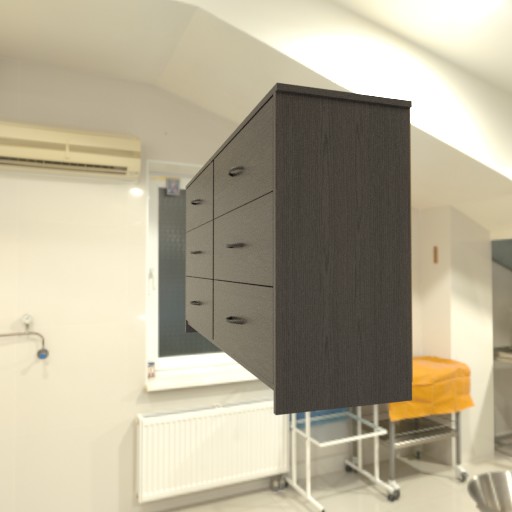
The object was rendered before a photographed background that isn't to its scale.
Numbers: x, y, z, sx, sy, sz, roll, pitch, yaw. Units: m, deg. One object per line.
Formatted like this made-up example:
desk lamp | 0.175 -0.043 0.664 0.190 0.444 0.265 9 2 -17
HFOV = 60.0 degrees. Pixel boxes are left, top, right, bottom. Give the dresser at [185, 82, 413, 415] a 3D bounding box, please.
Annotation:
dresser | 0.000 0.000 1.697 0.401 0.755 1.360 0 -1 -18
